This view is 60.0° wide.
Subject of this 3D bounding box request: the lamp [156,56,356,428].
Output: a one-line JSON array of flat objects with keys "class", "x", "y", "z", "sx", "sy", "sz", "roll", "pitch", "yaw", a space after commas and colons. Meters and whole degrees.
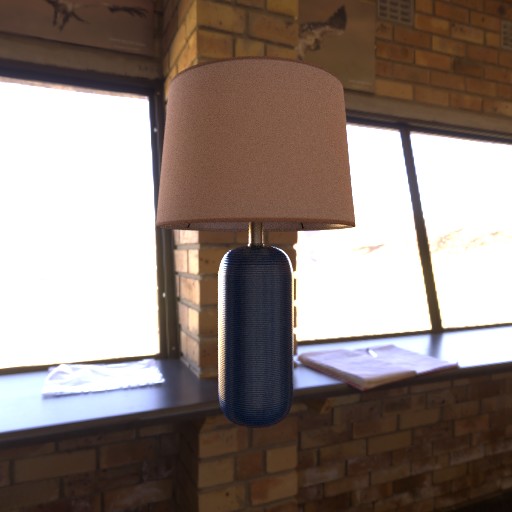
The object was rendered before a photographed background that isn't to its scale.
[{"class": "lamp", "x": 0.000, "y": 0.000, "z": 0.833, "sx": 0.367, "sy": 0.609, "sz": 0.367, "roll": 0, "pitch": 1, "yaw": 0}]
